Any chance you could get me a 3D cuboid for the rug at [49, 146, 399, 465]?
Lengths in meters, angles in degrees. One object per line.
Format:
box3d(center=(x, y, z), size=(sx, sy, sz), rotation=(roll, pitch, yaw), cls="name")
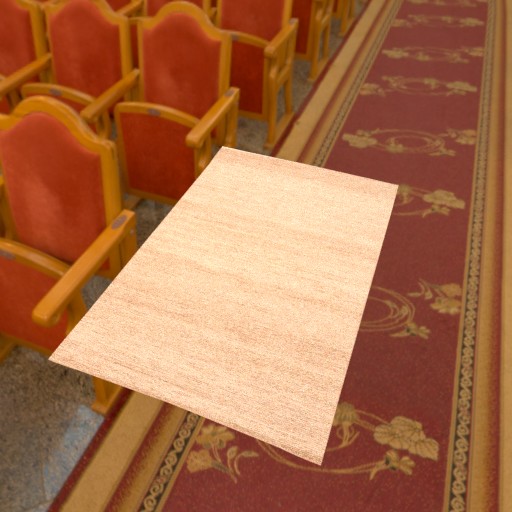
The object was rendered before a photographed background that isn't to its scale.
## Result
box3d(center=(0.000, 0.000, 3.033), size=(1.574, 0.029, 2.346), rotation=(16, 48, 15), cls="rug")
